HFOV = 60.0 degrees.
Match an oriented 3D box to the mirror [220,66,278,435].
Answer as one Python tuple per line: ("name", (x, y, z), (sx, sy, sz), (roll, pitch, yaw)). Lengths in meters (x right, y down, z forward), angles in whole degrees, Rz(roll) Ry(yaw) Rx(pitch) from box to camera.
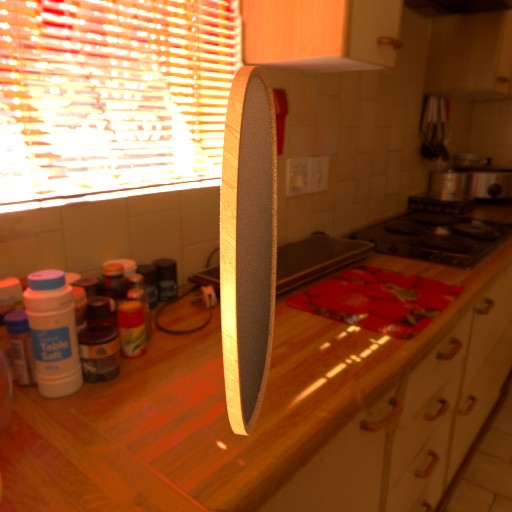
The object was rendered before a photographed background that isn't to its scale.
("mirror", (0.000, 0.000, 1.364), (0.037, 1.075, 0.724), (3, 17, 10))
